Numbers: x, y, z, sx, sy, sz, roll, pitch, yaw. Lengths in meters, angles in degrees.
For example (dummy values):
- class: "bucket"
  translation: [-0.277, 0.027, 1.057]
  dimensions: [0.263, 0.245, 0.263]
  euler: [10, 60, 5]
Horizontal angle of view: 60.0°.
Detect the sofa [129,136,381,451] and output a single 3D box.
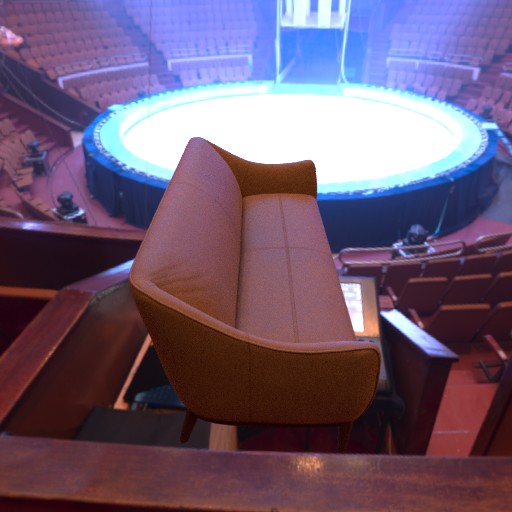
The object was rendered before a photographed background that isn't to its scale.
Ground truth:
- class: "sofa"
  translation: [0.000, 0.000, 2.363]
  dimensions: [0.869, 0.830, 1.928]
  euler: [0, 31, 0]
